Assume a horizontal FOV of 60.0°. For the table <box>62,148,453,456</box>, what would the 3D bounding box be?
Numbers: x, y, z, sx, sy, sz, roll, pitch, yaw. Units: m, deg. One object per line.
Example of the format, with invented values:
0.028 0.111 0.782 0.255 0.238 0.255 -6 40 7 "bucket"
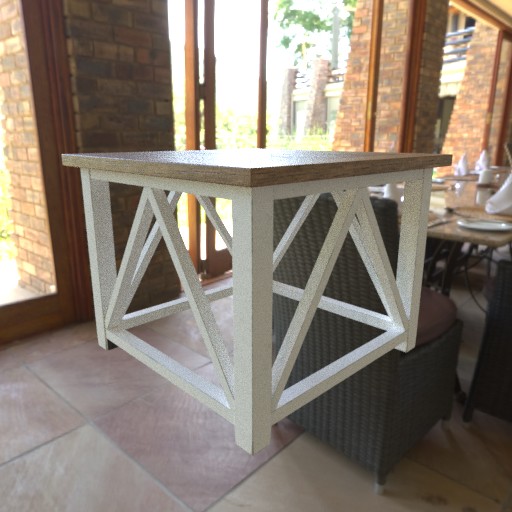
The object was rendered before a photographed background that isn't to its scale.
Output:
0.000 0.000 1.189 0.700 0.532 0.700 -14 21 -42 "table"
